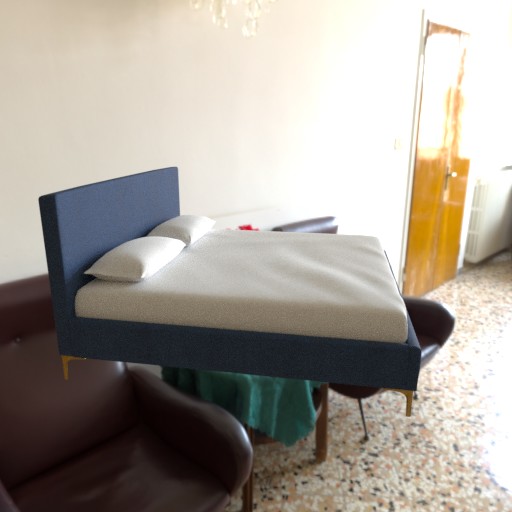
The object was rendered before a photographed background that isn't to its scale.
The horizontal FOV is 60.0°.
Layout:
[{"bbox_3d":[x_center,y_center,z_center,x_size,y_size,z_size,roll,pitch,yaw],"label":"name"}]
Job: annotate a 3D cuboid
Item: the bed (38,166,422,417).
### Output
[{"bbox_3d":[0.000,0.000,3.543,2.232,1.231,2.096,3,16,10],"label":"bed"}]
